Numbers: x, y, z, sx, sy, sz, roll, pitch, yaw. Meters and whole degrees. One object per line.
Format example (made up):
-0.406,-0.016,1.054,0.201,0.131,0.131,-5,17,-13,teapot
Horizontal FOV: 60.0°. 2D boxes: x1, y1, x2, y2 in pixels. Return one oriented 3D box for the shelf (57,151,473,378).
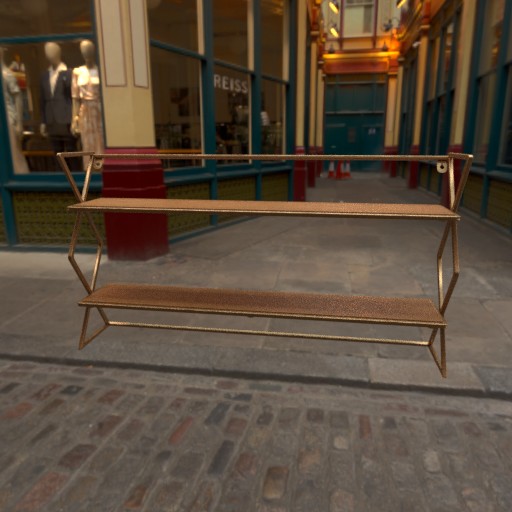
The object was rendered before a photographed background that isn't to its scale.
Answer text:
0.000,0.000,0.992,0.822,0.450,0.150,2,15,9,shelf
